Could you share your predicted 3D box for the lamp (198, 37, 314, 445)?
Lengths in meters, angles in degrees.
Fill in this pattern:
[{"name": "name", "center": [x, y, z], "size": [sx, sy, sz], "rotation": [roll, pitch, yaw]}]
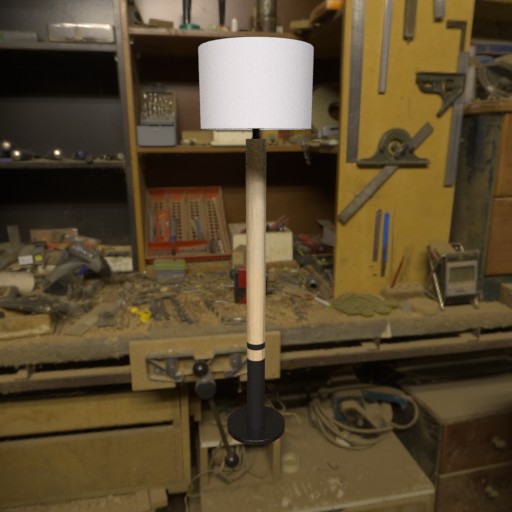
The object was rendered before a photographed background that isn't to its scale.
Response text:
[{"name": "lamp", "center": [0.000, 0.000, 1.665], "size": [0.381, 1.478, 0.381], "rotation": [-2, 15, -8]}]
